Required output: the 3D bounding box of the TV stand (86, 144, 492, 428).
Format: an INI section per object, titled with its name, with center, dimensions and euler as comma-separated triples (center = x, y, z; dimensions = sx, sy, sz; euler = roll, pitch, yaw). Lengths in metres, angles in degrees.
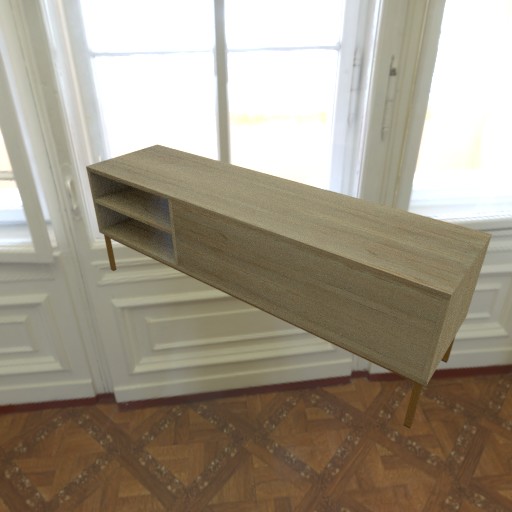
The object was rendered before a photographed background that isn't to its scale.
[TV stand]
center = 0.000, 0.000, 1.849
dimensions = 1.600, 0.550, 0.420
euler = 22, 37, 32
